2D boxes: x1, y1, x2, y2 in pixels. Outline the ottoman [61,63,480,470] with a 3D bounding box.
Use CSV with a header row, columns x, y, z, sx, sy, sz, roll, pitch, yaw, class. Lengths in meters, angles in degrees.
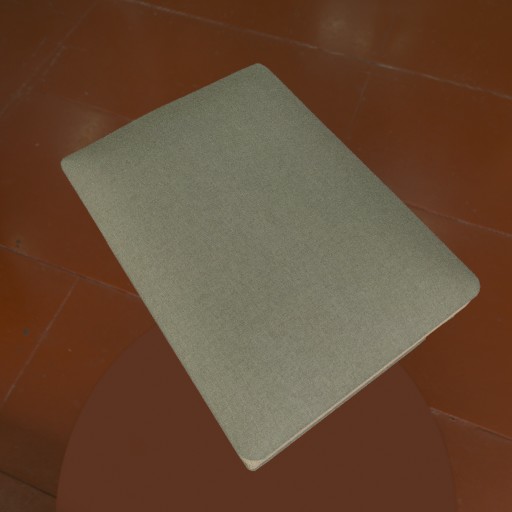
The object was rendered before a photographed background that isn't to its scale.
x,y,z,sx,sy,sz,roll,pitch,yaw,class
0.000,0.000,1.183,0.619,0.504,0.843,-32,68,-15,ottoman
